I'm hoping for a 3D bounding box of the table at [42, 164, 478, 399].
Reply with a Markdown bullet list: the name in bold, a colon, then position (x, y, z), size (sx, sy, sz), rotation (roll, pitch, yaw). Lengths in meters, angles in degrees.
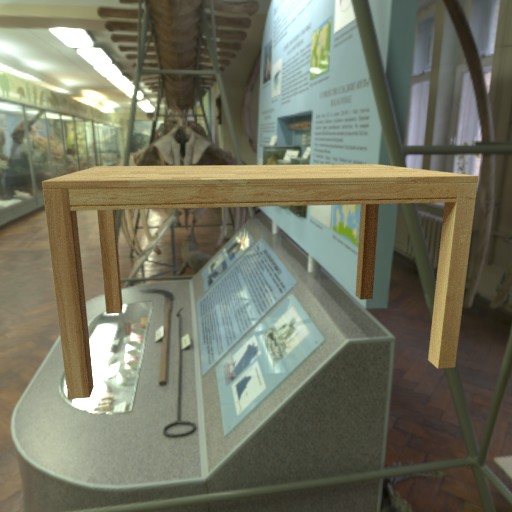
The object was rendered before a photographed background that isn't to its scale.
- **table**: position (0.000, 0.000, 2.027), size (1.500, 0.770, 0.900), rotation (-2, 15, -9)
